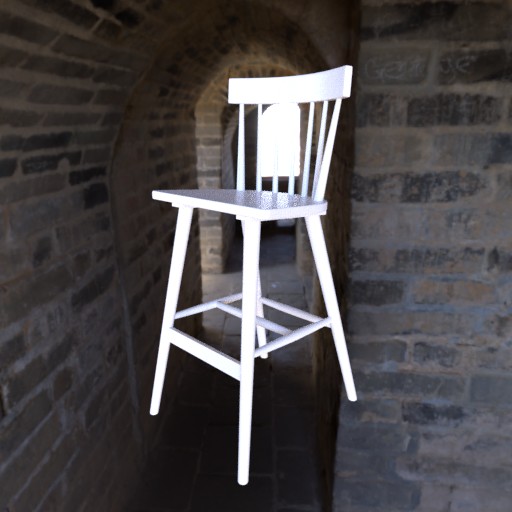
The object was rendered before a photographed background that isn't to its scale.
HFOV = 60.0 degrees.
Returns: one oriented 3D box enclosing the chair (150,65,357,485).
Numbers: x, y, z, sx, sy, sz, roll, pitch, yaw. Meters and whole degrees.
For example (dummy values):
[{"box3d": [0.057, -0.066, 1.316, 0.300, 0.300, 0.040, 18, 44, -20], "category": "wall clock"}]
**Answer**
[{"box3d": [0.000, 0.000, 1.397, 0.483, 1.092, 0.572, 15, 22, 42], "category": "chair"}]
